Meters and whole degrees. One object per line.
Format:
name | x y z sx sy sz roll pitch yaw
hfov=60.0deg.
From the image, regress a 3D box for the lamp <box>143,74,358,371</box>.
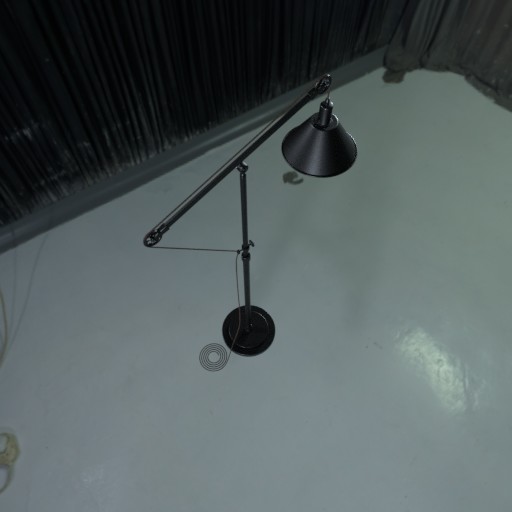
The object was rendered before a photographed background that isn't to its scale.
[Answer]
lamp | 0.000 0.000 1.996 0.904 1.626 0.319 -34 64 -19
